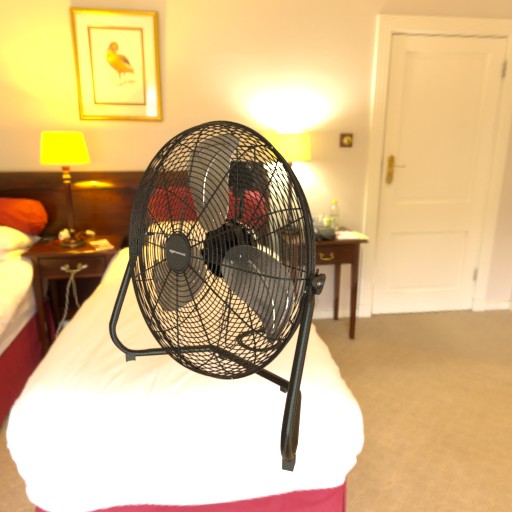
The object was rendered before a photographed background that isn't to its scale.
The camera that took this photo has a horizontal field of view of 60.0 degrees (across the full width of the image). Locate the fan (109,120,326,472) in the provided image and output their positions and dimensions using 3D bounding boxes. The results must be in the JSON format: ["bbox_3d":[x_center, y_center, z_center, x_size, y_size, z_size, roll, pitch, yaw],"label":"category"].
[{"bbox_3d":[0.000,0.000,0.939,0.555,0.546,0.424,15,21,43],"label":"fan"}]
